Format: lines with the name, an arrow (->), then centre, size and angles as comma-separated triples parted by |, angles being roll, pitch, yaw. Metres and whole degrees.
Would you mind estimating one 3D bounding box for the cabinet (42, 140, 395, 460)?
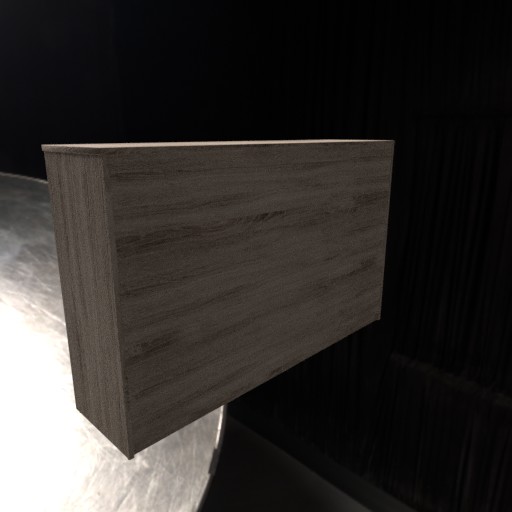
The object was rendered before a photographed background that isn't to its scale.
cabinet -> 0.000, 0.000, 1.810 | 0.380, 0.900, 1.450 | 15, 21, 43
